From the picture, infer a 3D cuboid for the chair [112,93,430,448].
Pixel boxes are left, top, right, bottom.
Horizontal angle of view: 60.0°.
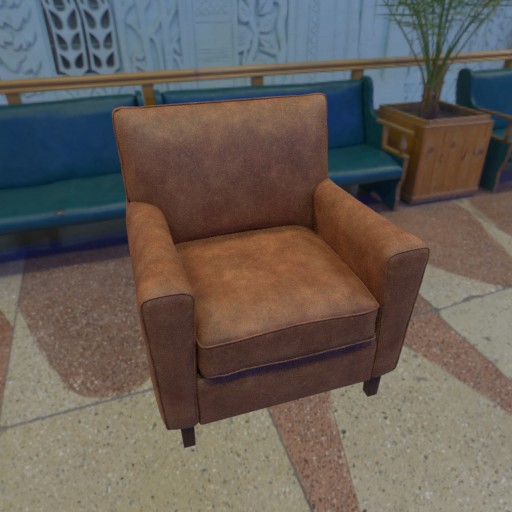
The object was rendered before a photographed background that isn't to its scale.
[{"bbox_3d":[0.000,0.000,1.603,0.870,0.943,0.823,-10,33,-15],"label":"chair"}]
